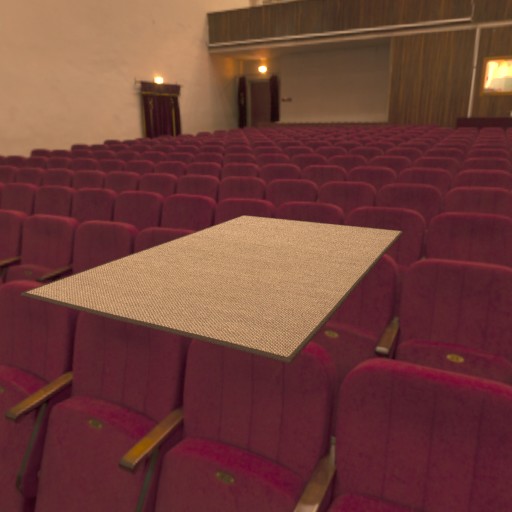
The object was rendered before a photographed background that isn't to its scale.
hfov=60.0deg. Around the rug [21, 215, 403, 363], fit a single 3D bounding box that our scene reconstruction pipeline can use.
[{"bbox_3d":[0.000,0.000,2.087,1.067,0.013,1.676,8,18,26],"label":"rug"}]
